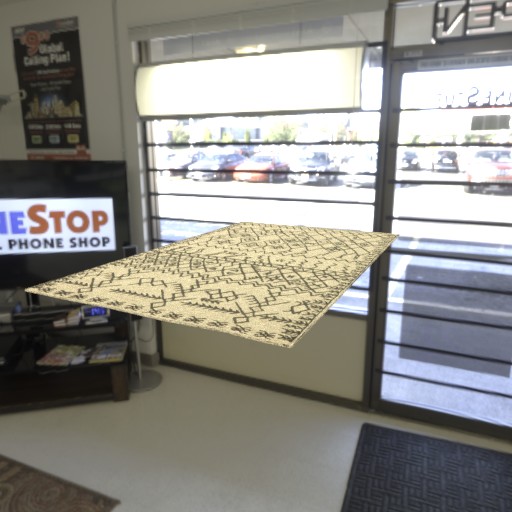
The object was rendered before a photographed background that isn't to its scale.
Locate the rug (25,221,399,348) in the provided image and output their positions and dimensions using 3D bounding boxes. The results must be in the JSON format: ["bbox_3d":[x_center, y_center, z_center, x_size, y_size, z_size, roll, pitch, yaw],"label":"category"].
[{"bbox_3d":[0.000,0.000,3.078,1.530,0.012,2.444,7,16,26],"label":"rug"}]
